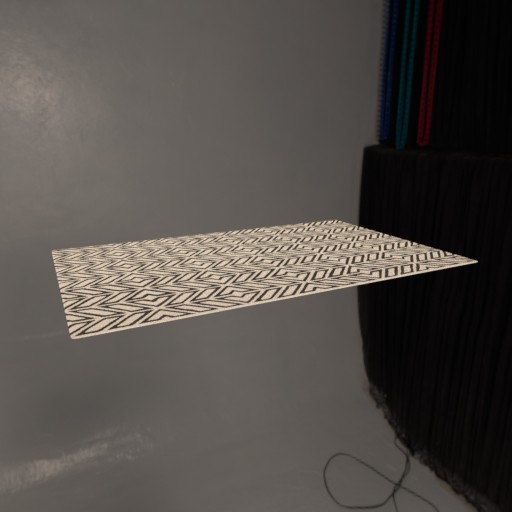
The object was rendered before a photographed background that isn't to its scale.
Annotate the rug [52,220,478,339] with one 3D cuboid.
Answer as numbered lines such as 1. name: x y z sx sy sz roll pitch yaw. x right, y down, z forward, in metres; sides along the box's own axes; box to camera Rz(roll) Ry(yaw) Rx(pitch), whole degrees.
1. rug: 0.000 0.000 2.973 2.438 0.008 1.523 -8 18 -26
